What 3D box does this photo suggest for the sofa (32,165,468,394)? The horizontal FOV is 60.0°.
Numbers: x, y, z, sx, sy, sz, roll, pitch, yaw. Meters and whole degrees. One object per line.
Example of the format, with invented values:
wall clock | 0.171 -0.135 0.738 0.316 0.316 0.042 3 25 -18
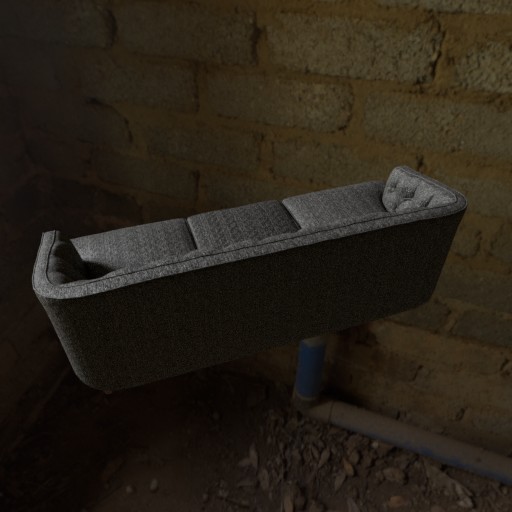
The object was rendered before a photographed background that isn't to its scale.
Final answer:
sofa | 0.000 0.000 2.643 2.278 0.855 0.941 -12 43 -14
